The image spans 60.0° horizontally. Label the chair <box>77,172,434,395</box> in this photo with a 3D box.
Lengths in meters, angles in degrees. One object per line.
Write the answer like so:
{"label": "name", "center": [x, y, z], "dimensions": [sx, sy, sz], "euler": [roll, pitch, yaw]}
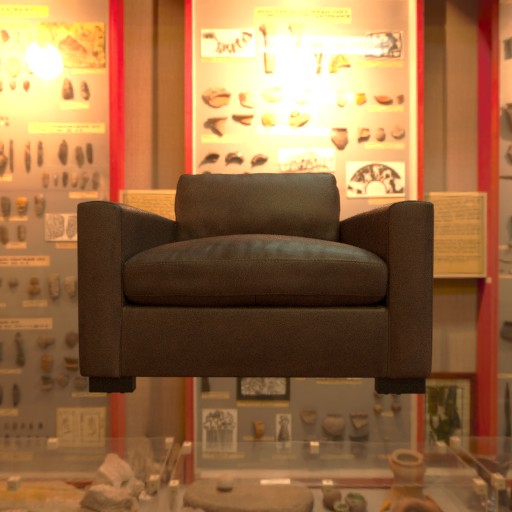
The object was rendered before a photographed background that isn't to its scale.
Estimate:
{"label": "chair", "center": [0.000, 0.000, 1.806], "dimensions": [1.100, 0.812, 1.069], "euler": [0, 1, 1]}
